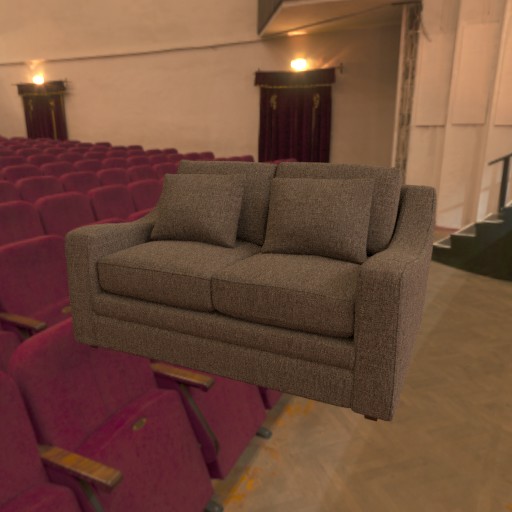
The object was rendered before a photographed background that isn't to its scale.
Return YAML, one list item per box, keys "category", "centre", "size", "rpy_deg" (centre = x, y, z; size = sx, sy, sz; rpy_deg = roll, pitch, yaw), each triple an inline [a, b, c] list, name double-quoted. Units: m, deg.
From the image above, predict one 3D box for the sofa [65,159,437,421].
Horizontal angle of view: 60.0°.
- category: "sofa"
  centre: [0.000, 0.000, 2.455]
  size: [1.778, 0.991, 1.120]
  rpy_deg: [7, 17, 24]
